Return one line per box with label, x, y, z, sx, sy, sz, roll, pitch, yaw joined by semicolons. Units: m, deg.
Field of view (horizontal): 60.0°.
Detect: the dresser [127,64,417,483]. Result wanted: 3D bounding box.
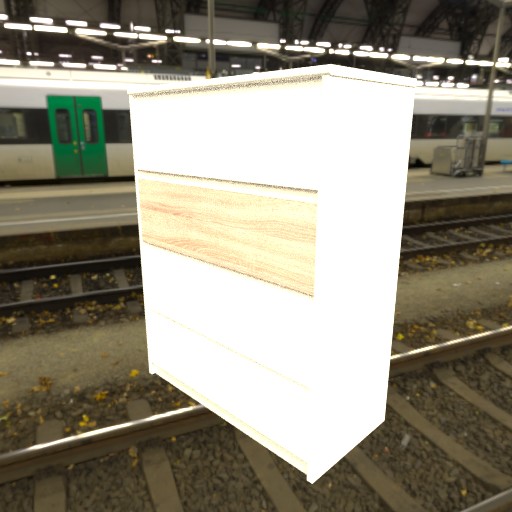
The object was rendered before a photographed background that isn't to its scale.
dresser;0.000;0.000;1.435;0.800;1.040;0.380;15;22;43
